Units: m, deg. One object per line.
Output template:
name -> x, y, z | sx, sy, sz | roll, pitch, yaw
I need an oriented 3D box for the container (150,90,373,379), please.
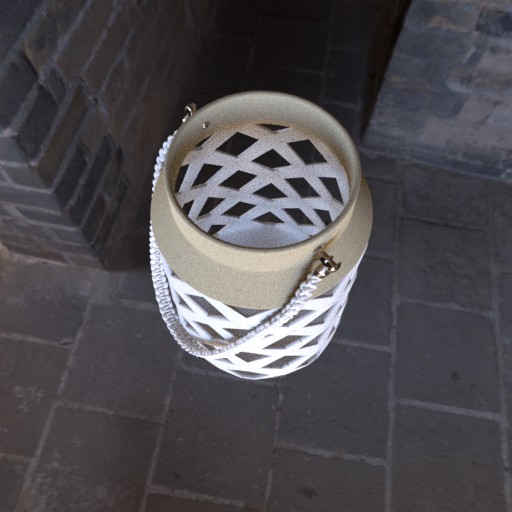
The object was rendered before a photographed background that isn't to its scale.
container -> 0.000, 0.000, 0.399 | 0.198, 0.264, 0.188 | -35, 70, -15
